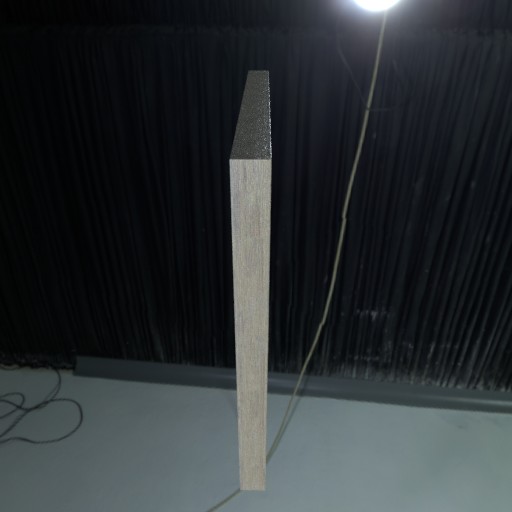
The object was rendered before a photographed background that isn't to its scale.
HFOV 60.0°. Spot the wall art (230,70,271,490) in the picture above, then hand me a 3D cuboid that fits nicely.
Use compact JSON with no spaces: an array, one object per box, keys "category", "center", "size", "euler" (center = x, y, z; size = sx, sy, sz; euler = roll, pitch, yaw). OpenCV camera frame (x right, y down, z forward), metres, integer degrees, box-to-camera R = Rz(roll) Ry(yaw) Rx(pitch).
[{"category":"wall art","center":[0.000,0.000,0.745],"size":[0.037,0.507,0.507],"euler":[1,31,1]}]
